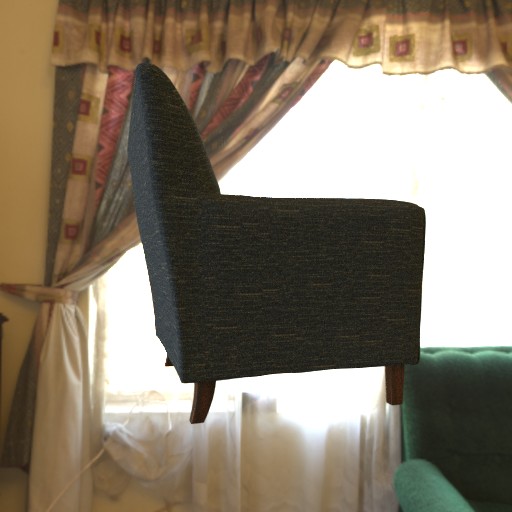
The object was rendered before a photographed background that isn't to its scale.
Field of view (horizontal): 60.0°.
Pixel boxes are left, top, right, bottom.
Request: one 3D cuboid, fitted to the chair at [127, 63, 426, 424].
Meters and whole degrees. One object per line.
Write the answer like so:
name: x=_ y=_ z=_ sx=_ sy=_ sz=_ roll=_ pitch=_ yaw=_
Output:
chair: x=0.000 y=0.000 z=1.593 sx=0.873 sy=0.928 sz=0.864 roll=0 pitch=-1 yaw=-18
